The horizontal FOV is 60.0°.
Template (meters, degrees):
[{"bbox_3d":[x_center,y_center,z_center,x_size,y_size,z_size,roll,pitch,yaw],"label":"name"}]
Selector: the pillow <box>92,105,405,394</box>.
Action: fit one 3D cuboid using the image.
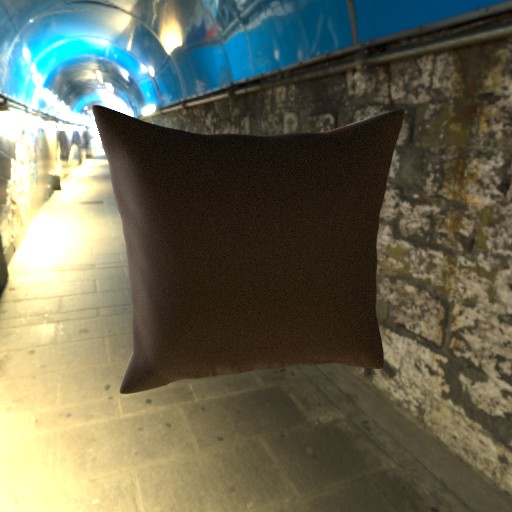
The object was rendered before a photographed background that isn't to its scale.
[{"bbox_3d":[0.000,0.000,0.692,0.453,0.443,0.168,-2,15,-8],"label":"pillow"}]
